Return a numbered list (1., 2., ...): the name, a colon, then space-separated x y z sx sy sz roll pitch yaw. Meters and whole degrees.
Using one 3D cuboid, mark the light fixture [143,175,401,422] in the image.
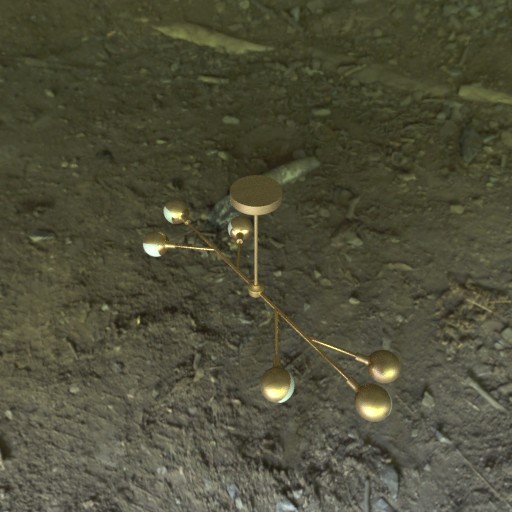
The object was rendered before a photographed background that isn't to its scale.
1. light fixture: 0.000 0.000 0.984 0.434 0.362 0.778 -16 48 -15
